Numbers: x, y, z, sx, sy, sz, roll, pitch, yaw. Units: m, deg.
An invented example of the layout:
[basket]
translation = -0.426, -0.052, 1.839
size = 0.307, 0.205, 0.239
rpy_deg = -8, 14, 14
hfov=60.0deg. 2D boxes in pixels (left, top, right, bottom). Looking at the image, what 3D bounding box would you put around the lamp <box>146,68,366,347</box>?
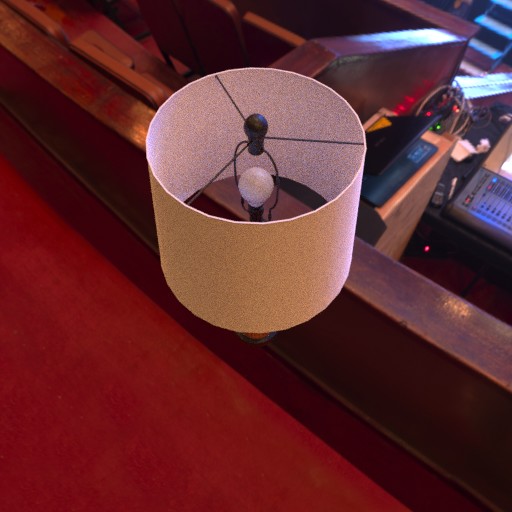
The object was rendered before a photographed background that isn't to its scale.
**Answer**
[lamp]
translation = 0.000, 0.000, 0.846
size = 0.349, 0.667, 0.349
rpy_deg = 0, 58, 0
